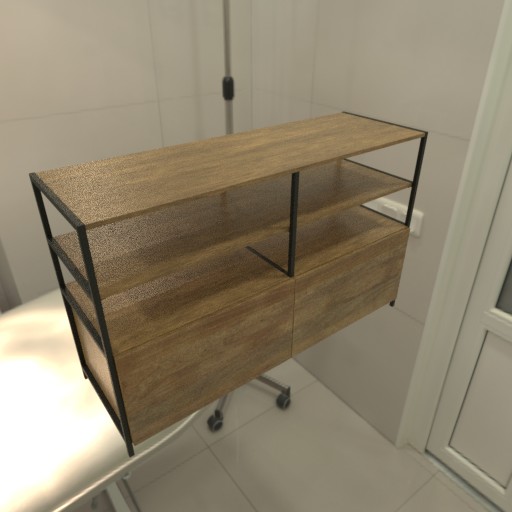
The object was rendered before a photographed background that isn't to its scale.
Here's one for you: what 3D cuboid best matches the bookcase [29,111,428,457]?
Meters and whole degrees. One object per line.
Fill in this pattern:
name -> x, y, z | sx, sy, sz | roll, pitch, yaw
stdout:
bookcase -> 0.000, 0.000, 1.466 | 1.149, 0.712, 0.391 | -21, 36, -31
